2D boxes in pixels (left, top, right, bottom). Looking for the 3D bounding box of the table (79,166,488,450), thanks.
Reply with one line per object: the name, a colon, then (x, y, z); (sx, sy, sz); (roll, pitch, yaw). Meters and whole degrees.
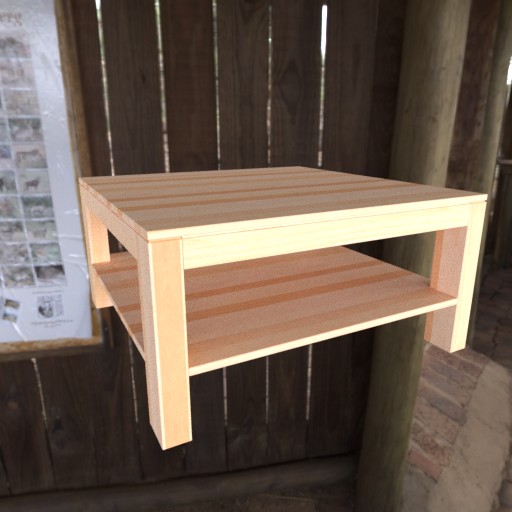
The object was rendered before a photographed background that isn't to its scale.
table: (0.000, 0.000, 1.406); (0.900, 0.450, 0.900); (-9, 19, -27)
